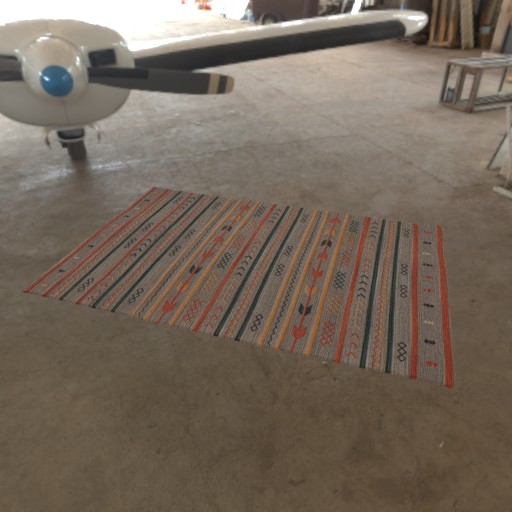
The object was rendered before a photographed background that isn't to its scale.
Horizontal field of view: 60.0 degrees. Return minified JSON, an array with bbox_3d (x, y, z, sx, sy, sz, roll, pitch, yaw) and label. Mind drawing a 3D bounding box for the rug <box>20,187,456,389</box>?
[{"bbox_3d":[0.000,0.000,2.245,1.835,0.017,1.220,10,34,15],"label":"rug"}]
